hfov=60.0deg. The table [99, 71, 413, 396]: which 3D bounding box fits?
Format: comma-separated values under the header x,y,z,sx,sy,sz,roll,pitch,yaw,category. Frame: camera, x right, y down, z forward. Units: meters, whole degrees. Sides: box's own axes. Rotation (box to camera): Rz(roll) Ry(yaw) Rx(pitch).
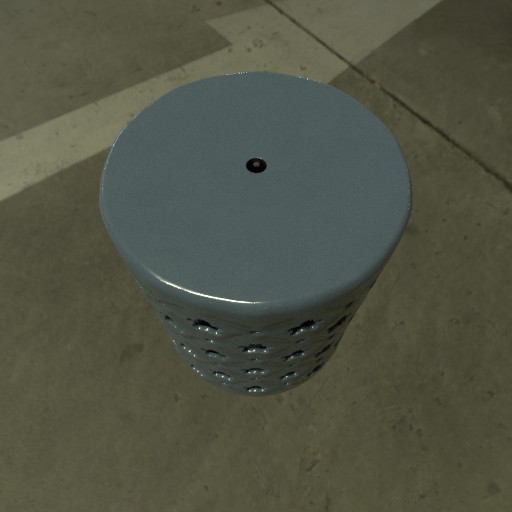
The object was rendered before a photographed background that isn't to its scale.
x,y,z,sx,sy,sz,roll,pitch,yaw,category
0.000,0.000,0.658,0.352,0.387,0.352,0,58,0,table
